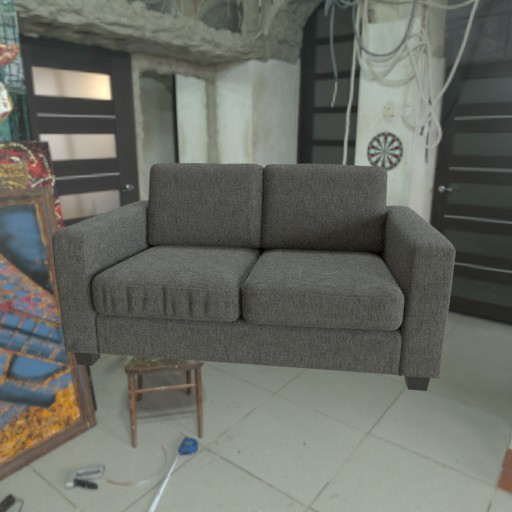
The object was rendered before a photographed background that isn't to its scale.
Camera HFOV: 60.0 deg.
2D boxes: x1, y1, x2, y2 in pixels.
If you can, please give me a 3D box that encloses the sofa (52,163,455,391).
[{"bbox_3d":[0.000,0.000,2.036,1.520,0.800,0.900,2,16,8],"label":"sofa"}]
